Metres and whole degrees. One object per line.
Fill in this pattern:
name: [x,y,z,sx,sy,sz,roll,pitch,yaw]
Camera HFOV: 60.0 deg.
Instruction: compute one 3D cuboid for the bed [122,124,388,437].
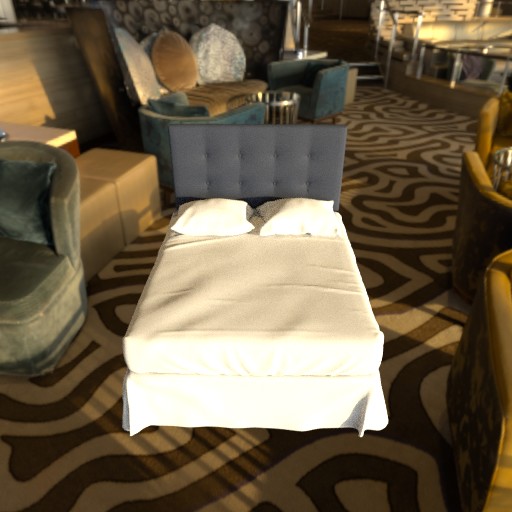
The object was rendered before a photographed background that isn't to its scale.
bed: [0.000,0.000,3.565,1.936,1.577,2.222,0,31,1]
